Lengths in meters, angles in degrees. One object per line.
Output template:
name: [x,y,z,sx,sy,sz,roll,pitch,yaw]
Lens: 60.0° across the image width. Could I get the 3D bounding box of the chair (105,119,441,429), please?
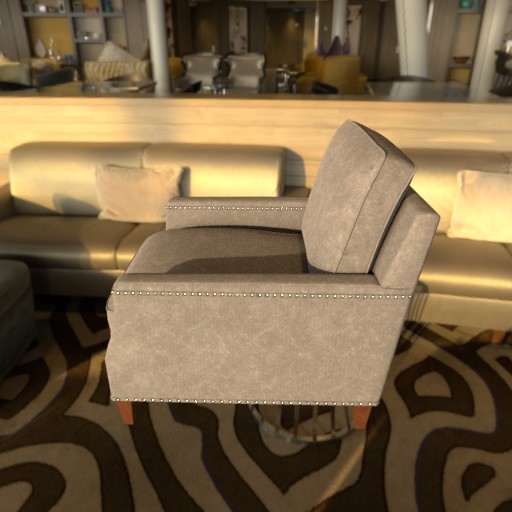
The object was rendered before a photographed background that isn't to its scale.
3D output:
chair: [0.000,0.000,1.710,1.014,0.948,0.853,1,26,1]
